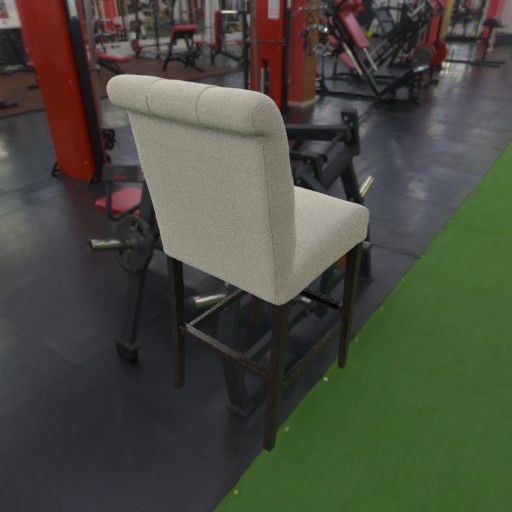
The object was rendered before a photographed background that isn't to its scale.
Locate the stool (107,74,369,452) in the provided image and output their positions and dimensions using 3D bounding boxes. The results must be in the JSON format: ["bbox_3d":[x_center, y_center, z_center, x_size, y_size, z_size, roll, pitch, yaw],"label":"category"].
[{"bbox_3d":[0.000,0.000,1.420,0.482,1.118,0.610,22,37,32],"label":"stool"}]
